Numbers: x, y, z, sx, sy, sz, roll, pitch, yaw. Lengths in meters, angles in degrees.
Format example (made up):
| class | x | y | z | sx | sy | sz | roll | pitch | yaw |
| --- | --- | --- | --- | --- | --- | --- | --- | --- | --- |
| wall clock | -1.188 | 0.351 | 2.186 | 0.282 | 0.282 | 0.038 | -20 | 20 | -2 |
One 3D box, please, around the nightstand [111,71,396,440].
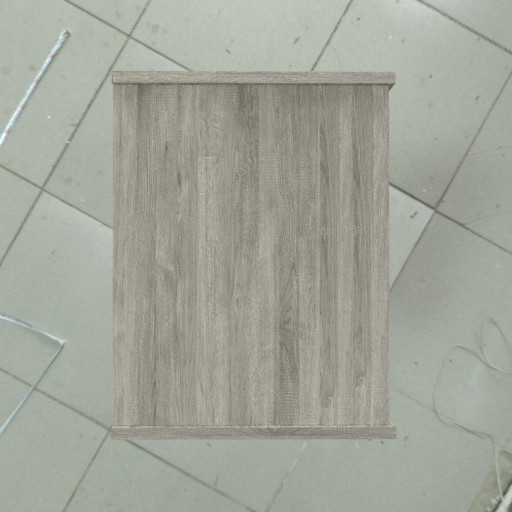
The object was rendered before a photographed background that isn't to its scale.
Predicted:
| class | x | y | z | sx | sy | sz | roll | pitch | yaw |
| --- | --- | --- | --- | --- | --- | --- | --- | --- | --- |
| nightstand | 0.000 | 0.000 | 0.828 | 0.380 | 0.500 | 0.480 | 0 | 90 | 0 |
